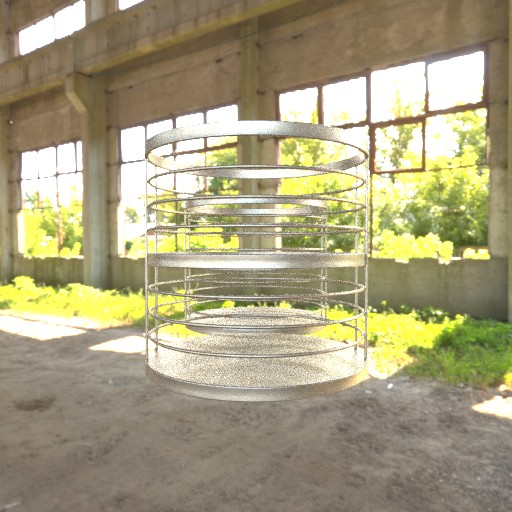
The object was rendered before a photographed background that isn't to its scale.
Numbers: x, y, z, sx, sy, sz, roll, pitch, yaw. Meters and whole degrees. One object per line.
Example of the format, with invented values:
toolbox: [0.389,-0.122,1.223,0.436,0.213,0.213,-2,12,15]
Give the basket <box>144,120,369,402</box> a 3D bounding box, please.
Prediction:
basket: [0.000,0.000,0.921,0.356,0.351,0.746,0,1,0]
